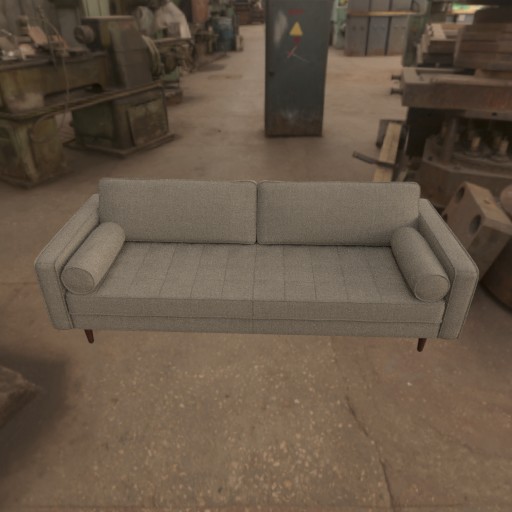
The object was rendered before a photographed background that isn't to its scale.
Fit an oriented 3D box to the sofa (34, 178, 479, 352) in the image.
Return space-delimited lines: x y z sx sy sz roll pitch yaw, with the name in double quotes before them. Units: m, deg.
"sofa" 0.000 0.000 2.624 2.211 0.762 0.914 1 31 2
